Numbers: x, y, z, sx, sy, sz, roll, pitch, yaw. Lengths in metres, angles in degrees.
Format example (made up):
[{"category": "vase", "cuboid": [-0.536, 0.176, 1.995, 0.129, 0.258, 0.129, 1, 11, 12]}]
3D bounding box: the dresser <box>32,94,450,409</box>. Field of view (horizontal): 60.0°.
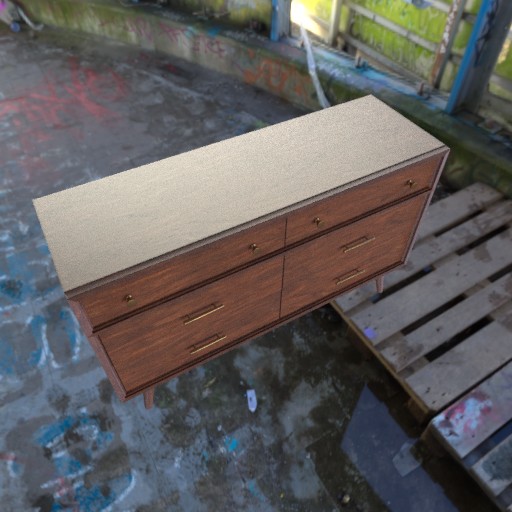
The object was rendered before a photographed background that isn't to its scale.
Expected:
[{"category": "dresser", "cuboid": [0.000, 0.000, 1.941, 1.472, 0.889, 0.500, -23, 52, -19]}]
